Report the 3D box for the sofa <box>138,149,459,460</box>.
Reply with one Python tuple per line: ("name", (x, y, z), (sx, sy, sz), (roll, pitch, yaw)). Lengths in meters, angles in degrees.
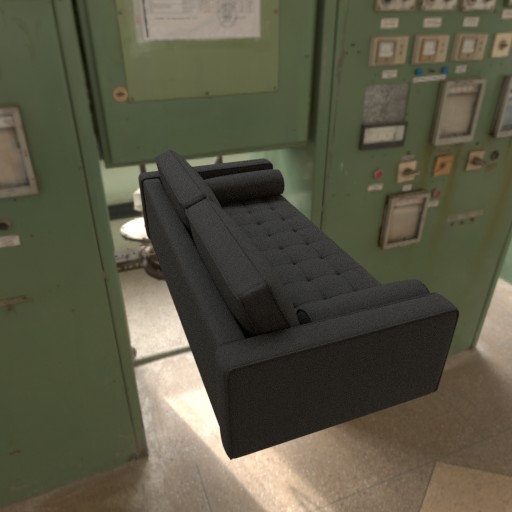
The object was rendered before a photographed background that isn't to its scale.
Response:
("sofa", (0.000, 0.000, 2.302), (0.914, 0.759, 1.875), (-11, 32, -18))
